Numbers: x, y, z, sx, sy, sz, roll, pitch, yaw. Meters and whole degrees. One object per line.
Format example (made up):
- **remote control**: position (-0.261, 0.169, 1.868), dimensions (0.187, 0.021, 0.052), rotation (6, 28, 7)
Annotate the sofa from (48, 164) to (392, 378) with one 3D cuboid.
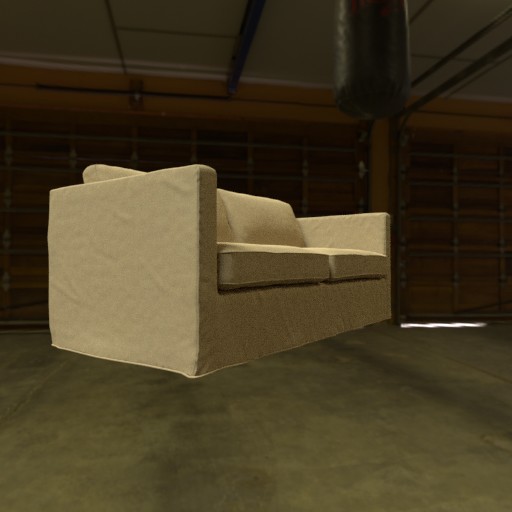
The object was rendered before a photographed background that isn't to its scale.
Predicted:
- **sofa**: position (0.000, 0.000, 2.509), dimensions (0.962, 0.835, 1.959), rotation (-1, -1, 36)
